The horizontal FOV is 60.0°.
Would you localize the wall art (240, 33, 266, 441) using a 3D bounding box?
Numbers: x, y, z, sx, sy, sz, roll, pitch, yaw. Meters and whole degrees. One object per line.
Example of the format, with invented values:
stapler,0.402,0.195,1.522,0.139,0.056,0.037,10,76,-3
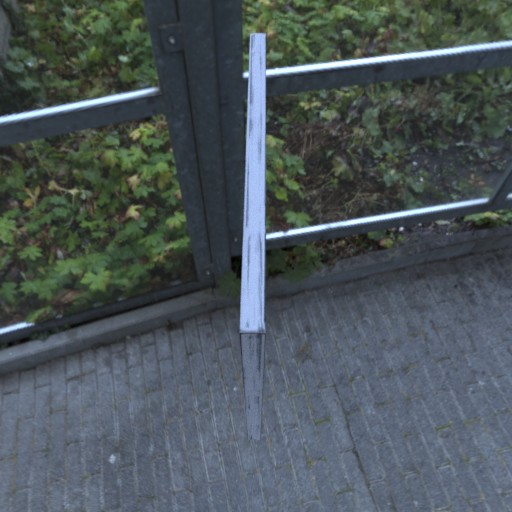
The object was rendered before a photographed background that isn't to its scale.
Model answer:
wall art,0.000,0.000,1.155,0.037,0.761,0.761,1,57,0
